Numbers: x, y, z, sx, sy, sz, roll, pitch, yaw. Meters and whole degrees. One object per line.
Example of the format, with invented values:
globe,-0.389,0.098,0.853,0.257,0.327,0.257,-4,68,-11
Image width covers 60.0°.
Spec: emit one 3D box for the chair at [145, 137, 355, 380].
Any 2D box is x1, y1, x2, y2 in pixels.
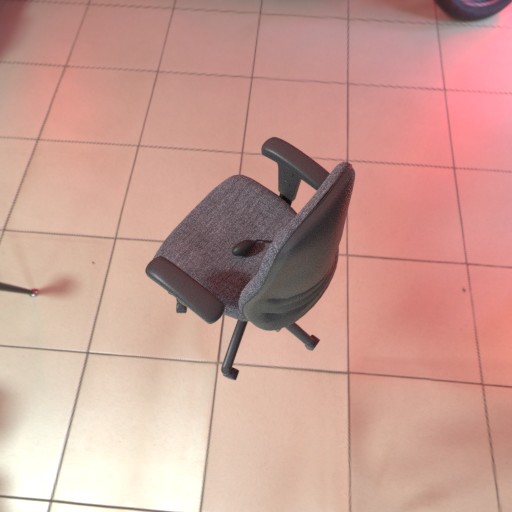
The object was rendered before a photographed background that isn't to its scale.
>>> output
chair,0.000,0.000,1.271,0.530,0.910,0.550,35,69,15
